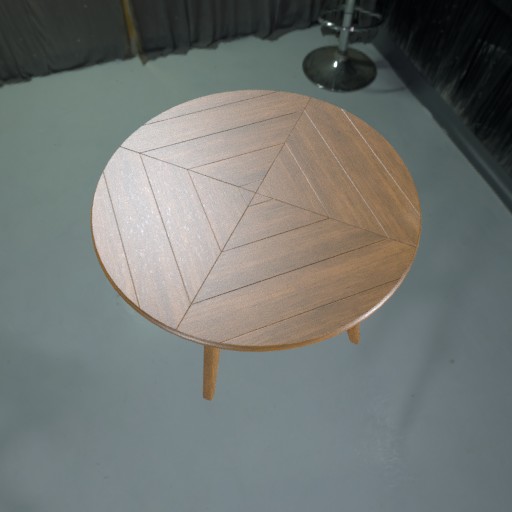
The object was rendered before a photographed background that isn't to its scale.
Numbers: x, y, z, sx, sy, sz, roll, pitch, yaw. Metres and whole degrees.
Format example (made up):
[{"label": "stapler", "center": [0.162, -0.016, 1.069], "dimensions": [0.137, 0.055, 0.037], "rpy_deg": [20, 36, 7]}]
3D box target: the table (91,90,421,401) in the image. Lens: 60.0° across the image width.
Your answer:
[{"label": "table", "center": [0.000, 0.000, 1.748], "dimensions": [1.055, 0.757, 1.055], "rpy_deg": [0, 57, 0]}]
